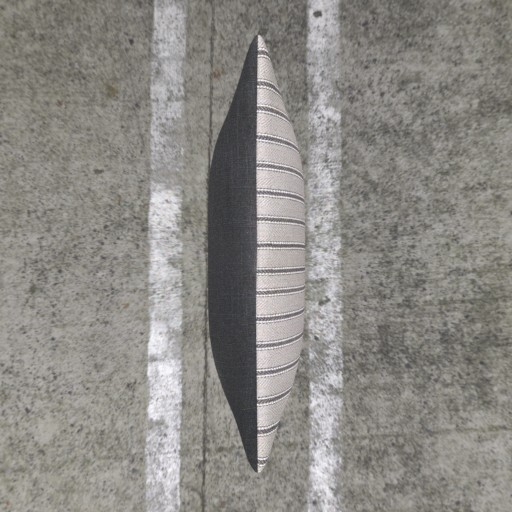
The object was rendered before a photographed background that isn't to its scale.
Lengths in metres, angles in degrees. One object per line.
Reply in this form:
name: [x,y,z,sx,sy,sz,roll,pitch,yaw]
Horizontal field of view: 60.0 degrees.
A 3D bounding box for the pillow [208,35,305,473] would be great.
pillow: [0.000,0.000,0.681,0.138,0.444,0.468,0,90,-1]
